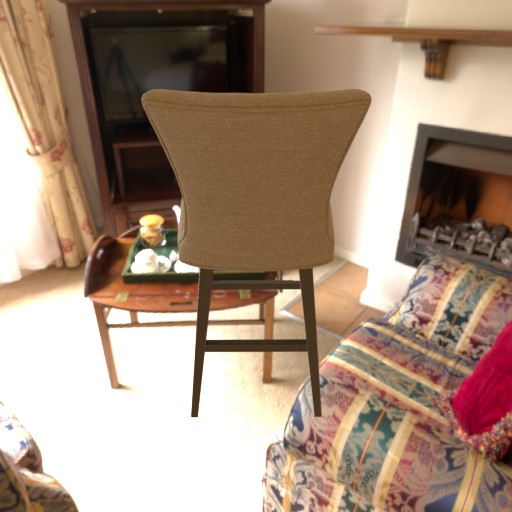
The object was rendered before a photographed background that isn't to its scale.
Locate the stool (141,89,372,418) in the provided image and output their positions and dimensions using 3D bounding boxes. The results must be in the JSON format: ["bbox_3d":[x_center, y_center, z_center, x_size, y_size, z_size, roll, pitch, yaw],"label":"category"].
[{"bbox_3d":[0.000,0.000,1.436,0.514,1.086,0.574,0,29,0],"label":"stool"}]
